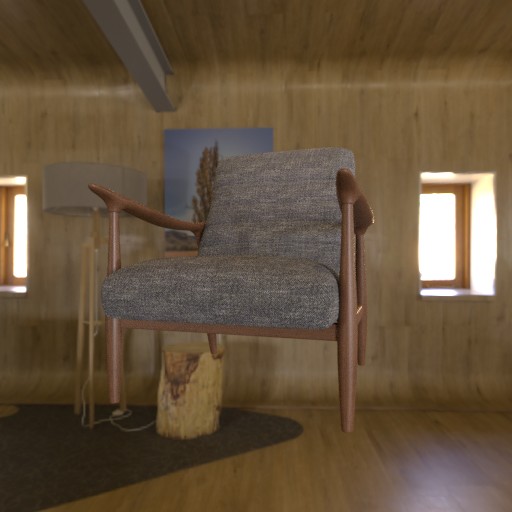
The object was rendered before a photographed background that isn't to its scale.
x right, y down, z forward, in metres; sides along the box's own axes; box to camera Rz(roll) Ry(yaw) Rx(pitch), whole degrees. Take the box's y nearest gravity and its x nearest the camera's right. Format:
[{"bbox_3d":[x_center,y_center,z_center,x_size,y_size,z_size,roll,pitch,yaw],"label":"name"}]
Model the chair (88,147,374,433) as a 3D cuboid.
[{"bbox_3d":[0.000,0.000,1.441,0.741,0.832,0.798,0,0,18],"label":"chair"}]
